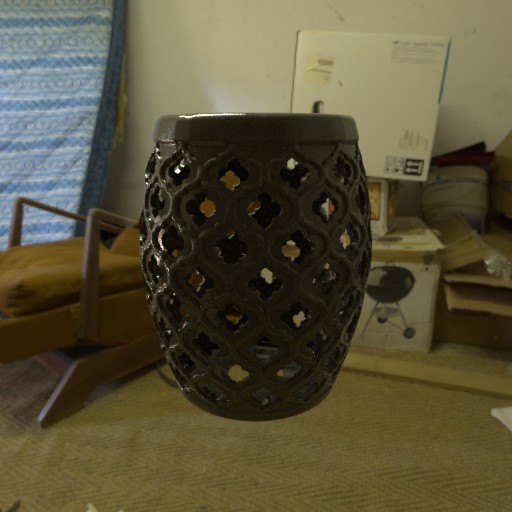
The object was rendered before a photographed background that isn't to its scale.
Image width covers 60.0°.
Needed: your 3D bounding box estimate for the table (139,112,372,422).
[{"bbox_3d":[0.000,0.000,0.644,0.325,0.388,0.325,0,16,0],"label":"table"}]
